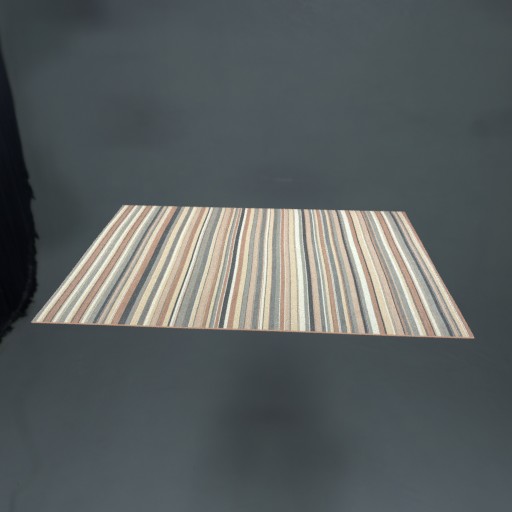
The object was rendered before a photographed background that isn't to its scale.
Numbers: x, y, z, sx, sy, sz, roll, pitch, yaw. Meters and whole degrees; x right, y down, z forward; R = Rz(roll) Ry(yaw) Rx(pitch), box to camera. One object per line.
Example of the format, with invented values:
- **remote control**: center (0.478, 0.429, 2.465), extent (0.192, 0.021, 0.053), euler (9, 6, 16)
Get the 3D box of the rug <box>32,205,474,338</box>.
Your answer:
- **rug**: center (0.000, 0.000, 2.348), extent (1.829, 0.008, 1.219), euler (2, 30, 3)
